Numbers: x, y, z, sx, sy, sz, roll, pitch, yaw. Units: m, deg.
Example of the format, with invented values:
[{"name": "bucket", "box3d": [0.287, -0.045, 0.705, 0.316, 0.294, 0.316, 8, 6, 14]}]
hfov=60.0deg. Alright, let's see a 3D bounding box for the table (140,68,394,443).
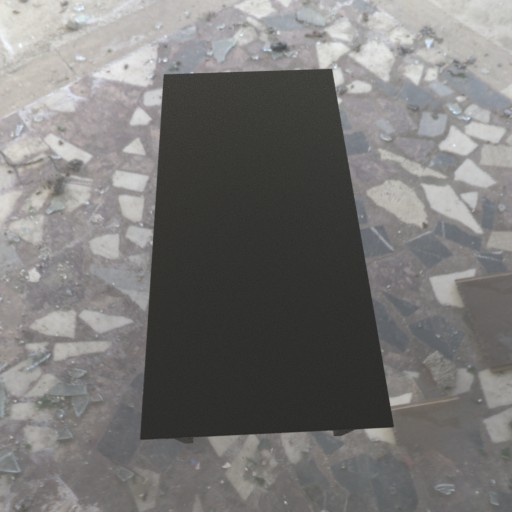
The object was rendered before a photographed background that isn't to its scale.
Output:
[{"name": "table", "box3d": [0.000, 0.000, 1.350, 0.523, 0.470, 1.044, -2, 64, -1]}]
